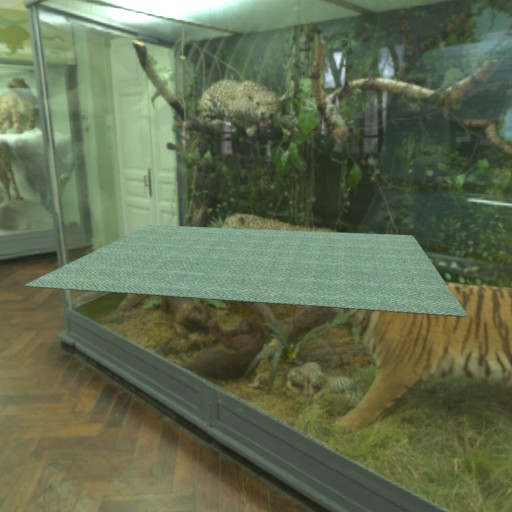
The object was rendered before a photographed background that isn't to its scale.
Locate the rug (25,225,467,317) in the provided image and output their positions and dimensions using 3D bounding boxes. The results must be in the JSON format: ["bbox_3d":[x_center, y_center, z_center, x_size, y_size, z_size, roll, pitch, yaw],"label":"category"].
[{"bbox_3d":[0.000,0.000,5.223,3.957,0.011,2.894,3,16,10],"label":"rug"}]
